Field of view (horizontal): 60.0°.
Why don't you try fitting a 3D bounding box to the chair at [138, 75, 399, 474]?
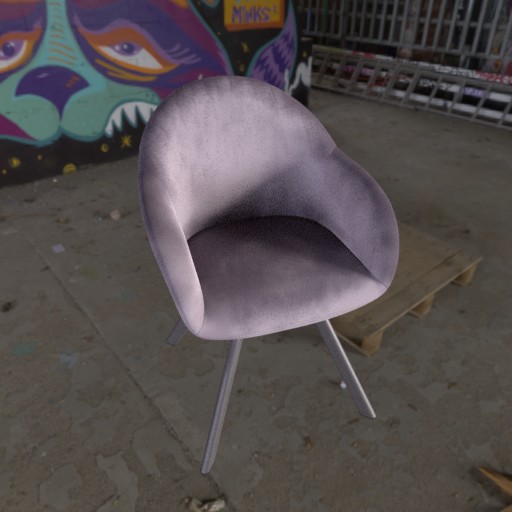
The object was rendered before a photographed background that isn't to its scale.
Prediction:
[{"bbox_3d":[0.000,0.000,1.158,0.550,0.795,0.590,-11,34,-17],"label":"chair"}]
